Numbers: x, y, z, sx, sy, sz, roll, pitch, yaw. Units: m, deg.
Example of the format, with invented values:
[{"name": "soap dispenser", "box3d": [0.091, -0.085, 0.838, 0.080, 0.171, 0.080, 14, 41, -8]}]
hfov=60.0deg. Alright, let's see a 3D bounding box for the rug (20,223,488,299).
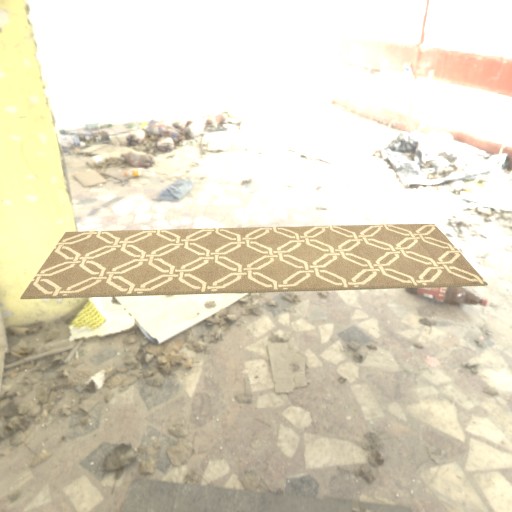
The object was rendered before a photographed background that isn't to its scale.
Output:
[{"name": "rug", "box3d": [0.000, 0.000, 2.441, 2.276, 0.014, 0.678, -1, 31, -2]}]
